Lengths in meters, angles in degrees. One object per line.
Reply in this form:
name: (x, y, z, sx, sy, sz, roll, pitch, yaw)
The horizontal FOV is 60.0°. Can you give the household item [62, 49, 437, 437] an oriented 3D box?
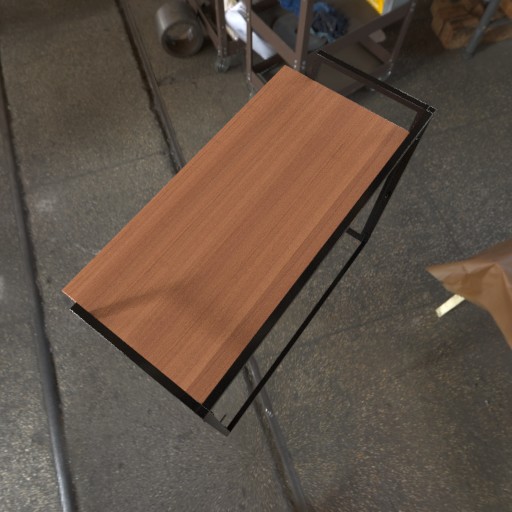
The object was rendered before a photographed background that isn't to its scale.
household item: (0.000, 0.000, 1.548, 0.510, 0.860, 1.050, 34, 70, 14)
